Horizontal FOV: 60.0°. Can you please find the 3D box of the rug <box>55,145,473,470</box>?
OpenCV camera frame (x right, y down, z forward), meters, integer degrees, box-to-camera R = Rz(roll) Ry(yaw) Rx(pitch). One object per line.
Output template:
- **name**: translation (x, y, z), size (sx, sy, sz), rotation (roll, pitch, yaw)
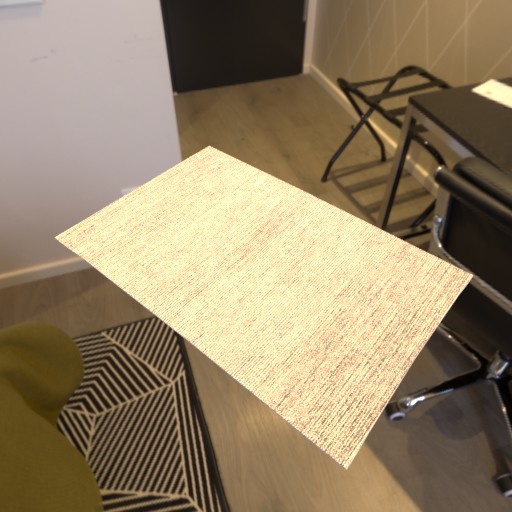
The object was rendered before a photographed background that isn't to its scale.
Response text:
- **rug**: translation (0.000, 0.000, 2.206), size (1.773, 0.021, 1.149), rotation (31, 54, 27)
